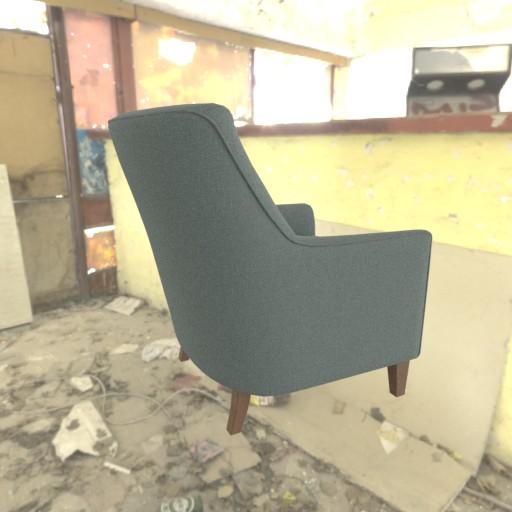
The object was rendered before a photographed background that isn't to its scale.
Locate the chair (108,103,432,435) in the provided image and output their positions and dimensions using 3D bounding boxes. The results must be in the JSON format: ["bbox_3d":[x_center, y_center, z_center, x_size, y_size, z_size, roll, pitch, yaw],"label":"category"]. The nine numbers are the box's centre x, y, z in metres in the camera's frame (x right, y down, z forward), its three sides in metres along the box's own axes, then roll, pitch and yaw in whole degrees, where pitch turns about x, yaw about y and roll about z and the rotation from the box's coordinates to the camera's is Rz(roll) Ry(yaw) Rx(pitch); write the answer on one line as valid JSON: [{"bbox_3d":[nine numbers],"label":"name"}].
[{"bbox_3d":[0.000,0.000,1.507,0.879,0.916,0.756,-7,16,-25],"label":"chair"}]
